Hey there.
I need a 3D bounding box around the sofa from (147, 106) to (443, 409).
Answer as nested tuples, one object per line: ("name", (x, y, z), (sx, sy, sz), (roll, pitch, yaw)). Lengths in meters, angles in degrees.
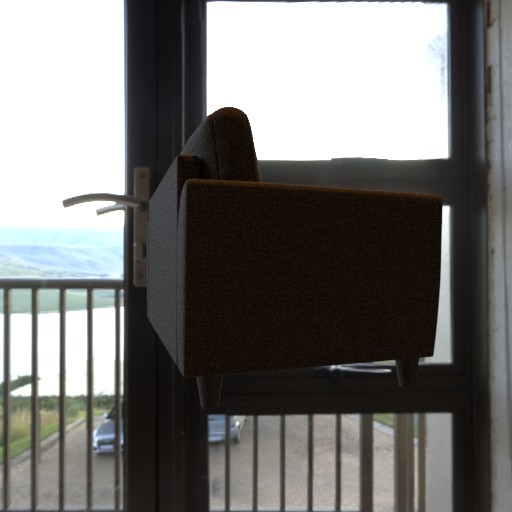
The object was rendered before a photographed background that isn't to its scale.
("sofa", (0.000, 0.000, 1.966), (0.851, 0.885, 1.423), (0, -1, -18))
